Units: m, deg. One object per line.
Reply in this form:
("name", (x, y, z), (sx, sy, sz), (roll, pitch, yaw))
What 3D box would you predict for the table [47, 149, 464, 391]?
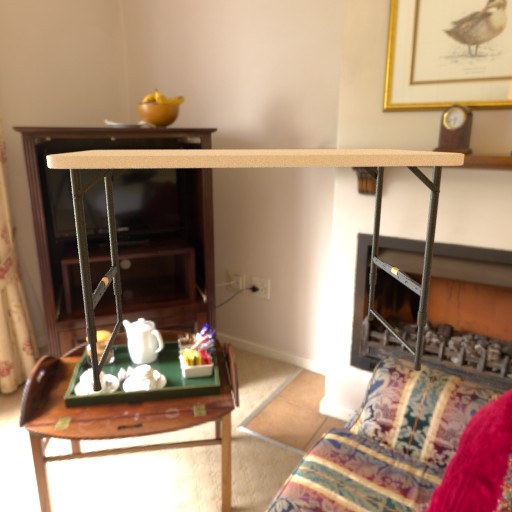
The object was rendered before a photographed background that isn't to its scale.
("table", (0.000, 0.000, 1.607), (1.219, 0.737, 0.610), (-2, 15, -7))
